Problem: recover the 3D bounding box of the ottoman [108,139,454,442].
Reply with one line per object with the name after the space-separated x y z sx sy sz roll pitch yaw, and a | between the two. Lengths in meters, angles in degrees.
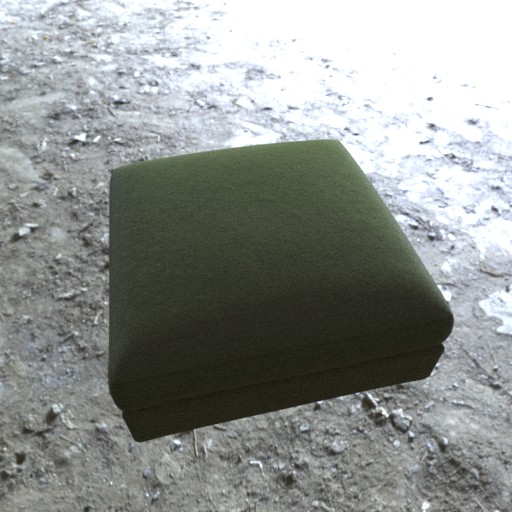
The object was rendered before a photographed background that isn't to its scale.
0.000 0.000 1.659 1.041 0.470 1.041 -9 47 -9 | ottoman
